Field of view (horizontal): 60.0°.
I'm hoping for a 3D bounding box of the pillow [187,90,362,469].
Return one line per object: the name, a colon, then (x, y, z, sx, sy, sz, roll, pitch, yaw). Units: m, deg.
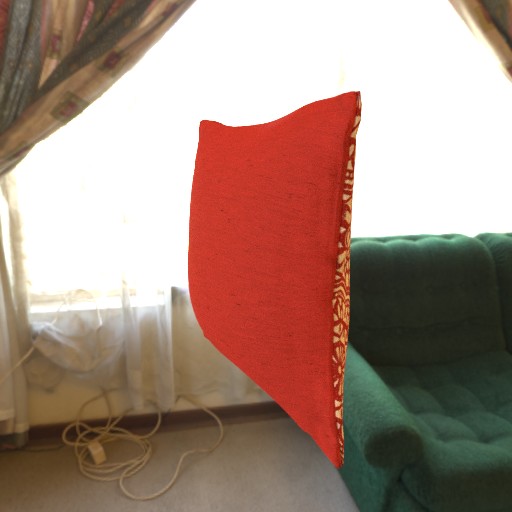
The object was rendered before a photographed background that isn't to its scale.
pillow: (0.000, 0.000, 0.660, 0.162, 0.419, 0.438, -7, 14, -26)
